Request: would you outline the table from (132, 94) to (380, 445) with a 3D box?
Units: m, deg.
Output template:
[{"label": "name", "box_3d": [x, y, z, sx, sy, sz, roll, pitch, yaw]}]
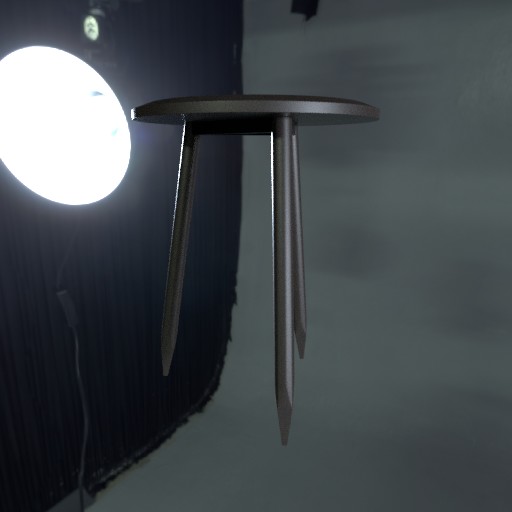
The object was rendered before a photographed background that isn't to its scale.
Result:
[{"label": "table", "box_3d": [0.000, 0.000, 0.913, 0.457, 0.585, 0.457, 0, 14, 0]}]
